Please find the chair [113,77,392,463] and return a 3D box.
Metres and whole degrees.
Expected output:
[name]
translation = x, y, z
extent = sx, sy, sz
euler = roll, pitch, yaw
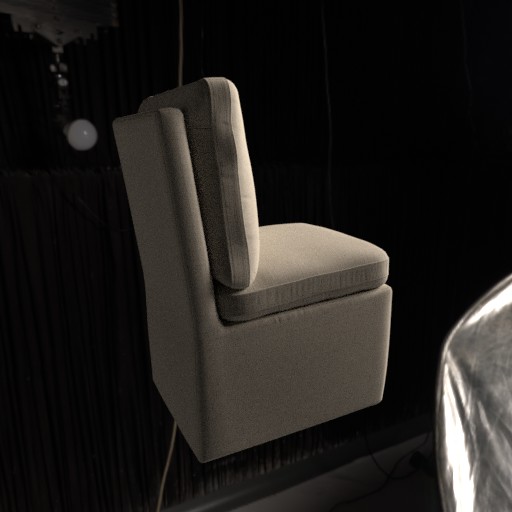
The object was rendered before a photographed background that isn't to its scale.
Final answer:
[chair]
translation = 0.000, 0.000, 1.328
extent = 0.698, 0.927, 0.503
euler = -7, 16, -27
